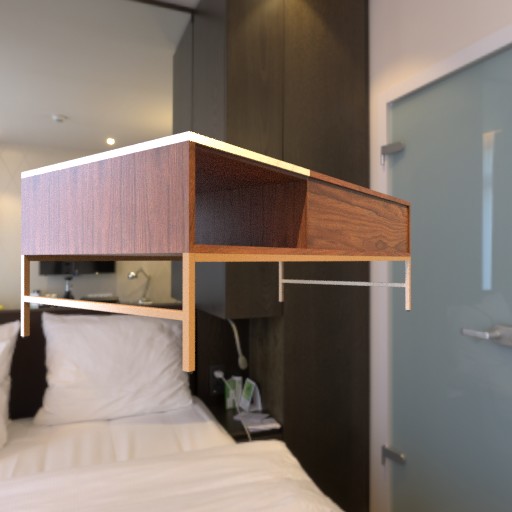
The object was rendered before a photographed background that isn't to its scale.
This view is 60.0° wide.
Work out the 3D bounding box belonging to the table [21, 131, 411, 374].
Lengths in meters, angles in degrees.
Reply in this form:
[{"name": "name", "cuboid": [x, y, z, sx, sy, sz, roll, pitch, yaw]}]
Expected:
[{"name": "table", "cuboid": [0.000, 0.000, 1.859, 0.789, 0.551, 1.553, 0, -1, 37]}]
